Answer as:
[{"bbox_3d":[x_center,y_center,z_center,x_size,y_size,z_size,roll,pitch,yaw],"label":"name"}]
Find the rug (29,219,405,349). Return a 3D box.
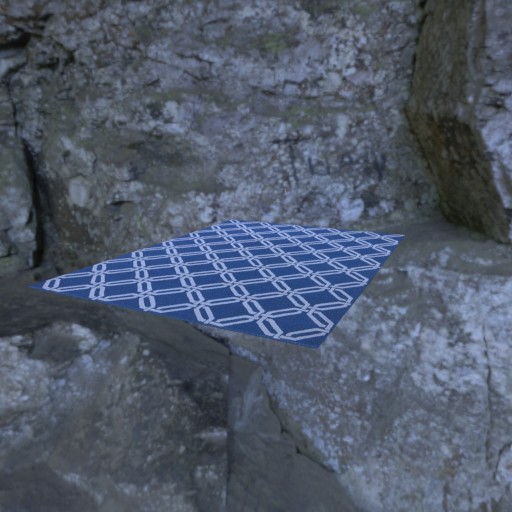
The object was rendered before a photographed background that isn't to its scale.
[{"bbox_3d":[0.000,0.000,4.489,2.432,0.018,3.342,7,17,25],"label":"rug"}]
